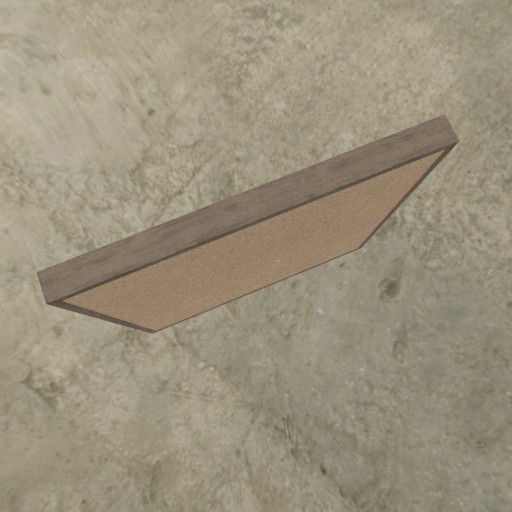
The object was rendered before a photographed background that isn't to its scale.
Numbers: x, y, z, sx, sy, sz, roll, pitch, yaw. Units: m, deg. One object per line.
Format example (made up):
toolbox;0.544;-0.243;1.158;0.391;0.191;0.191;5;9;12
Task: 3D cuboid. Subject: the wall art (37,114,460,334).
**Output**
wall art;0.000;0.000;0.754;0.508;0.508;0.038;-22;77;-5
